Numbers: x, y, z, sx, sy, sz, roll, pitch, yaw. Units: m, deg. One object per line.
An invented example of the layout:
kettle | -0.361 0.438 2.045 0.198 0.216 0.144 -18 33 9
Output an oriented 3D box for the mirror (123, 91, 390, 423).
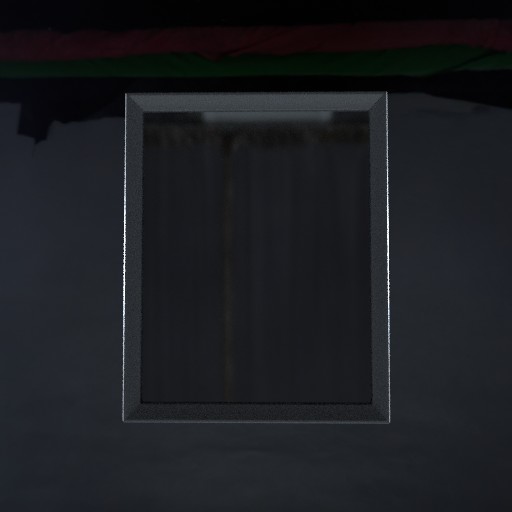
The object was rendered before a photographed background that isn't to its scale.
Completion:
mirror | 0.000 0.000 0.701 0.406 0.509 0.041 0 -2 1
